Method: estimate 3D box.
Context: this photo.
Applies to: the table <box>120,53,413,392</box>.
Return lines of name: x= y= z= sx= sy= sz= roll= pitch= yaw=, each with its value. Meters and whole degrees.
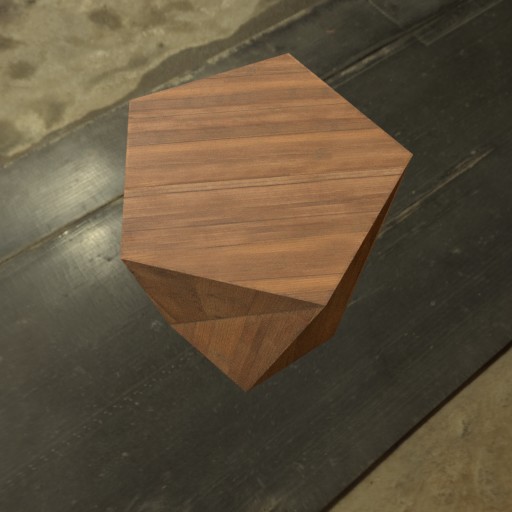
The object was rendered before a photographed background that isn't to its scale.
table: x=0.000 y=0.000 z=0.885 sx=0.425 sy=0.604 sz=0.441 roll=14 pitch=66 yaw=6
